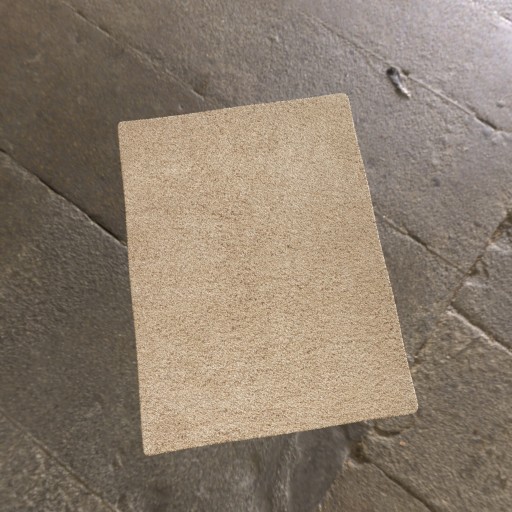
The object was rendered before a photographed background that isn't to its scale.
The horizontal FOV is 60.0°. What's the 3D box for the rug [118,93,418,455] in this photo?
[{"bbox_3d":[0.000,0.000,2.106,1.199,0.025,1.600,-8,76,-2],"label":"rug"}]
